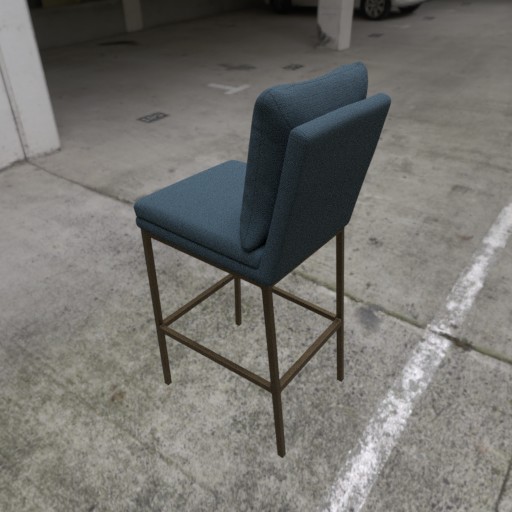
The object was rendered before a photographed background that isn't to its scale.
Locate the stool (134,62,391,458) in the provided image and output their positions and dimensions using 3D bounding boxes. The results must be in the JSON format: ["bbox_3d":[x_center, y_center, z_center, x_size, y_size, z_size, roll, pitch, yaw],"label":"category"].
[{"bbox_3d":[0.000,0.000,1.403,0.568,1.124,0.463,22,38,31],"label":"stool"}]
